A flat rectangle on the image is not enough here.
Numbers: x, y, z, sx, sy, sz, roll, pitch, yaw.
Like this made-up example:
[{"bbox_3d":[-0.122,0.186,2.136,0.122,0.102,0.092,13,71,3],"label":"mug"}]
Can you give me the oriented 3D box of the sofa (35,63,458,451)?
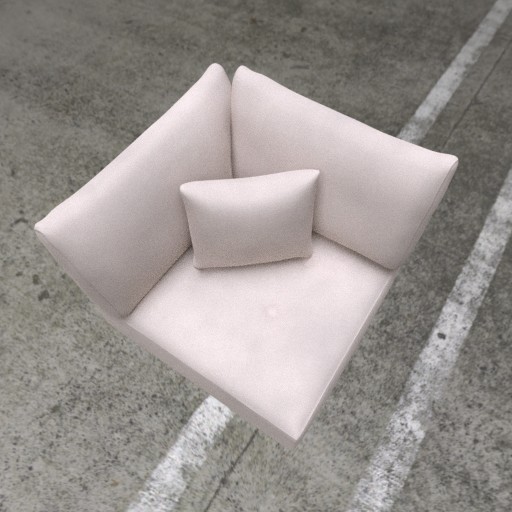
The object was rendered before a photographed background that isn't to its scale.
[{"bbox_3d":[0.000,0.000,1.728,1.000,0.820,1.000,30,64,16],"label":"sofa"}]
